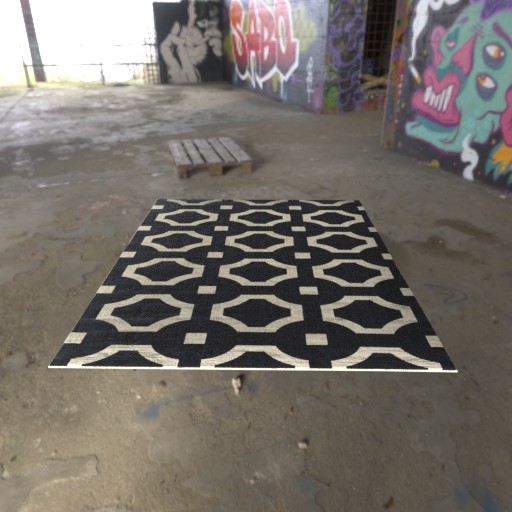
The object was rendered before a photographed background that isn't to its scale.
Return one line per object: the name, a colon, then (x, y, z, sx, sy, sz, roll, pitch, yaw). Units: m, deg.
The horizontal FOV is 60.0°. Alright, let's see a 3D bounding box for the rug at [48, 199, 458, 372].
rug: (0.000, 0.000, 4.024, 2.466, 0.021, 3.049, 0, 26, 1)
